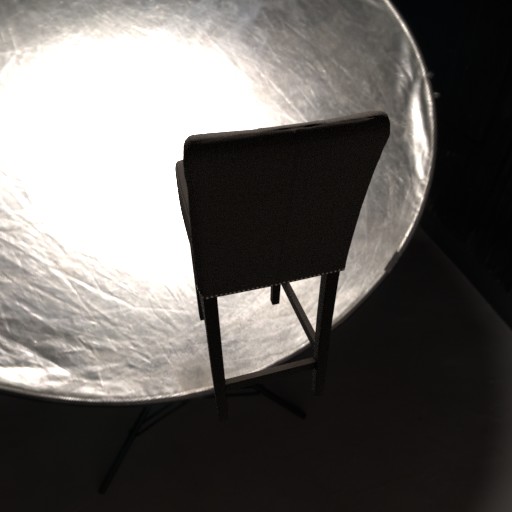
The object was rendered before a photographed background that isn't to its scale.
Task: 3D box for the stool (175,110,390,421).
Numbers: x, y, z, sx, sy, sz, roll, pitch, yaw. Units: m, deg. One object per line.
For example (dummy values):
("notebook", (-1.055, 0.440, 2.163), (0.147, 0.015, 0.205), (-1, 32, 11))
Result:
("stool", (0.000, 0.000, 1.332), (0.411, 1.047, 0.548), (-11, 43, -12))
